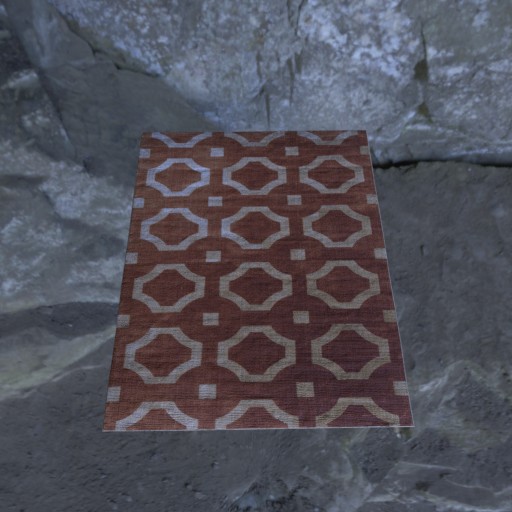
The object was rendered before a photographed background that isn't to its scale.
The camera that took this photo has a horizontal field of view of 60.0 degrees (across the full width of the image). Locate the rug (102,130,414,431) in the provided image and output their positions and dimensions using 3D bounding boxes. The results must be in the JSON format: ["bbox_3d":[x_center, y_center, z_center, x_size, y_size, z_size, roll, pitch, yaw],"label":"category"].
[{"bbox_3d":[0.000,0.000,4.170,2.466,0.021,3.049,-1,63,0],"label":"rug"}]
